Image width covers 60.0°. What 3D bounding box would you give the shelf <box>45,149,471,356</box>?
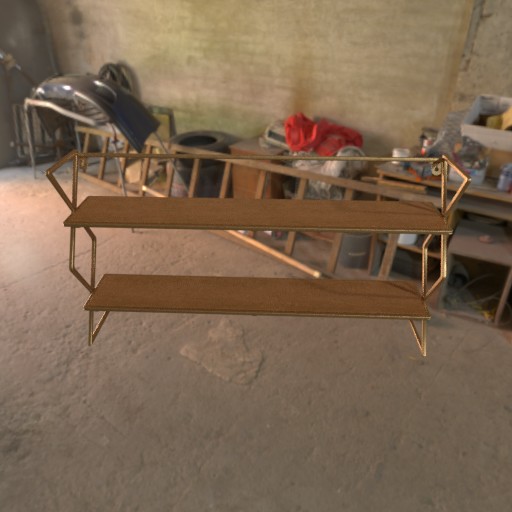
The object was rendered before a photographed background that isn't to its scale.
[{"bbox_3d":[0.000,0.000,1.029,0.822,0.450,0.150,1,30,2],"label":"shelf"}]
